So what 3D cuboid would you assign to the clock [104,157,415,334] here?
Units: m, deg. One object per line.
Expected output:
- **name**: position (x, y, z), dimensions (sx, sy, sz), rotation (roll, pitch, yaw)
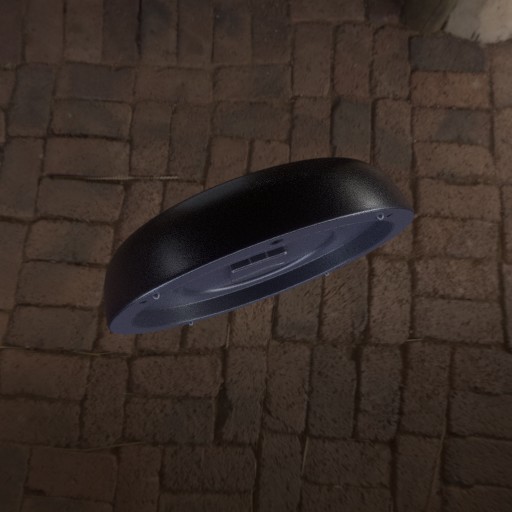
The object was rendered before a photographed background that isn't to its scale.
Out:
- **clock**: position (0.000, 0.000, 0.437), dimensions (0.300, 0.300, 0.060), rotation (-20, 78, -4)
